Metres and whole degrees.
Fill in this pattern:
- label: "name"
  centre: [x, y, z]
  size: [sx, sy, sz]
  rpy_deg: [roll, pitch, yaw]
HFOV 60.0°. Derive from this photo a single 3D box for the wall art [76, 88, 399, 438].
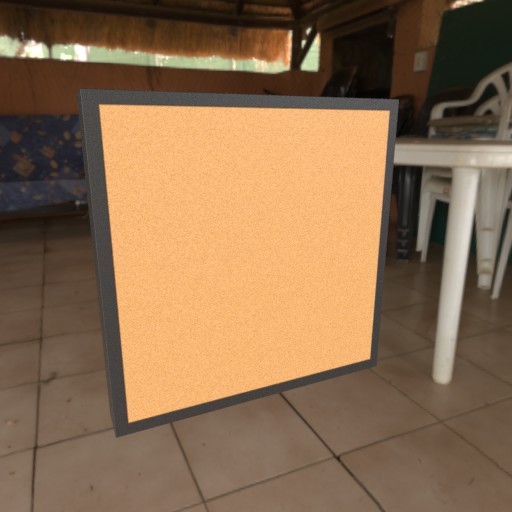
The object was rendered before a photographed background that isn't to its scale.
- label: "wall art"
  centre: [0.000, 0.000, 0.446]
  size: [0.304, 0.304, 0.038]
  rpy_deg: [-7, 18, -24]
